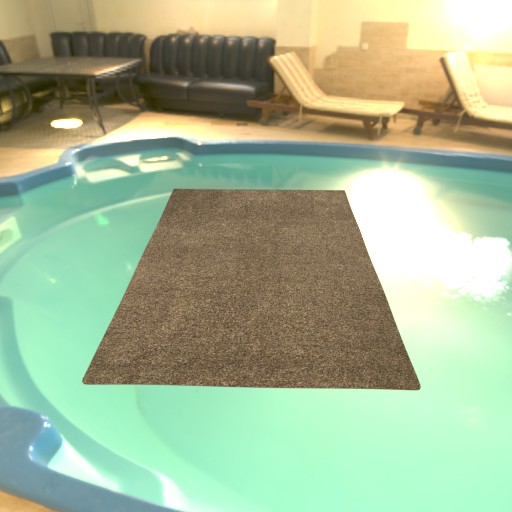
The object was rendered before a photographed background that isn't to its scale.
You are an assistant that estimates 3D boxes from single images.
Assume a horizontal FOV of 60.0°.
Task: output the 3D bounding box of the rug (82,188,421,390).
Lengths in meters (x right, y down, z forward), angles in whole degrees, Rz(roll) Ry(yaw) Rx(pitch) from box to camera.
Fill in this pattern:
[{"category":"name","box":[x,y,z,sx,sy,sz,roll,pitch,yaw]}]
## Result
[{"category":"rug","box":[0.000,0.000,3.506,1.802,0.026,2.699,1,31,1]}]
